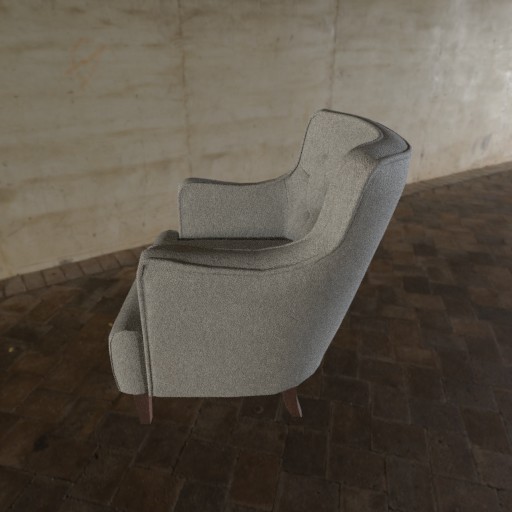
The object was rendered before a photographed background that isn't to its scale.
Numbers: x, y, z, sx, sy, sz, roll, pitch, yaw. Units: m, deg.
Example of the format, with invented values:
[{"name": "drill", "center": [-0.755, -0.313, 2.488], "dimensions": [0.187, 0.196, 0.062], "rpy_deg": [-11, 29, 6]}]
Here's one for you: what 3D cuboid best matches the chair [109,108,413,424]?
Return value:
[{"name": "chair", "center": [0.000, 0.000, 1.574], "dimensions": [0.910, 0.920, 0.820], "rpy_deg": [0, 26, 0]}]
